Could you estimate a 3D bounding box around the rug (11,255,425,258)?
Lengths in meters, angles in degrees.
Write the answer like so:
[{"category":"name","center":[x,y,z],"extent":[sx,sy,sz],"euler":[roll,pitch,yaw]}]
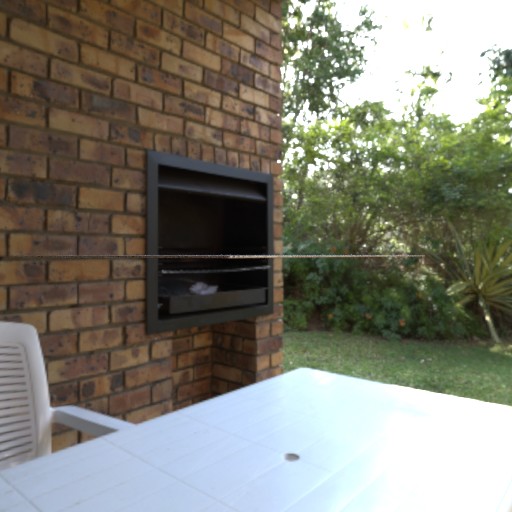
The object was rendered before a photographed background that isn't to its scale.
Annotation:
[{"category":"rug","center":[0.000,0.000,2.929],"extent":[1.519,0.007,2.428],"euler":[0,0,36]}]
